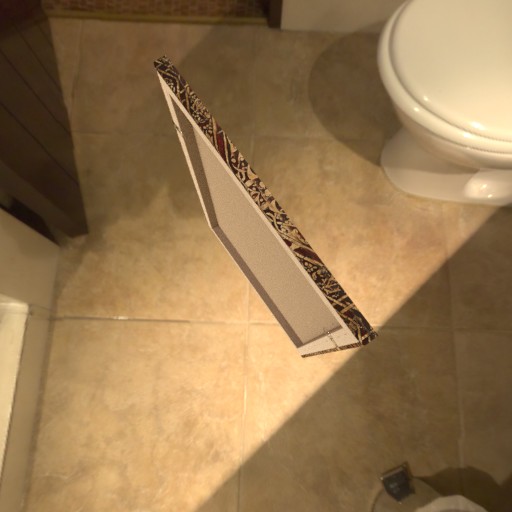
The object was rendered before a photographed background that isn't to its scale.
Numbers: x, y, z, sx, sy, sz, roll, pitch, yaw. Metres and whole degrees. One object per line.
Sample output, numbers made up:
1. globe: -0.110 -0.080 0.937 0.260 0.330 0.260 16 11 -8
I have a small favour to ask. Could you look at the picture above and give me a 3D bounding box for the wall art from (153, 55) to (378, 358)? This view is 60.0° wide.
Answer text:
1. wall art: 0.000 0.000 0.769 0.020 0.599 0.397 -34 78 -8
